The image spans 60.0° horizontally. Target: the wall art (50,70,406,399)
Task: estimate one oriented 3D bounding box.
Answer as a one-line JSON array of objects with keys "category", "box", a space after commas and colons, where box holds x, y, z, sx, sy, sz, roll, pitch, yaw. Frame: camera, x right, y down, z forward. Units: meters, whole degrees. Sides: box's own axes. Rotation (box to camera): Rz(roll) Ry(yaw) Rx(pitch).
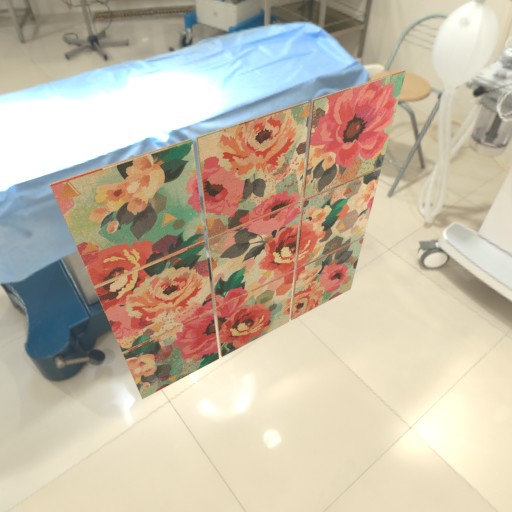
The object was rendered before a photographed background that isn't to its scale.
[{"category": "wall art", "box": [0.000, 0.000, 1.779, 1.216, 1.220, 0.013, -24, 52, -21]}]
